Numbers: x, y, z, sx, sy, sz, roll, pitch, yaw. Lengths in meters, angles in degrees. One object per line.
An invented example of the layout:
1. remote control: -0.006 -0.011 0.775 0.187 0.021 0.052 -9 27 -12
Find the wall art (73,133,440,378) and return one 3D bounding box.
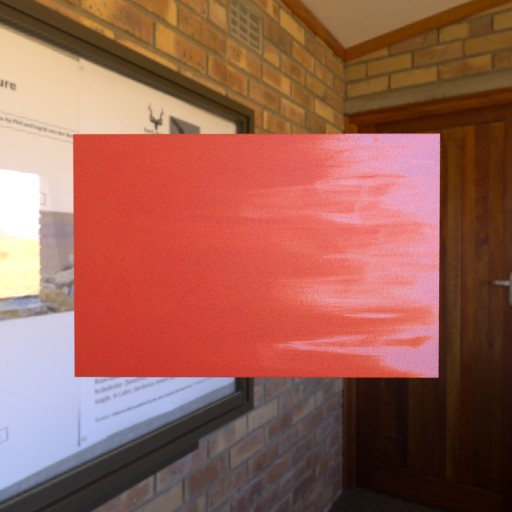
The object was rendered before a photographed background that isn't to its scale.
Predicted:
1. wall art: 0.000 0.000 0.752 0.607 0.405 0.033 0 1 0
